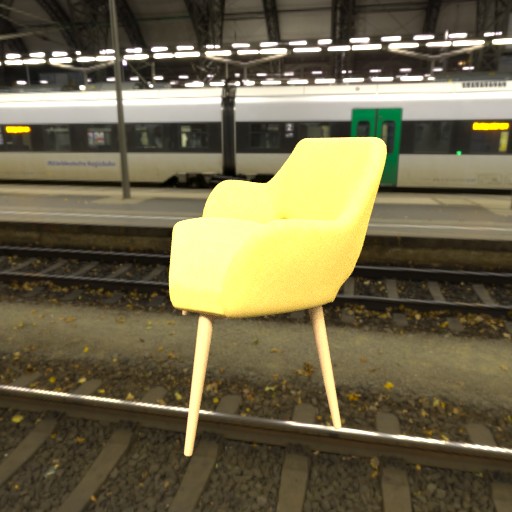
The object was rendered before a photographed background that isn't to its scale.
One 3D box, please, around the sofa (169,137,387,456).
[{"bbox_3d":[0.000,0.000,1.632,0.610,0.840,1.150,-2,15,-9],"label":"sofa"}]
